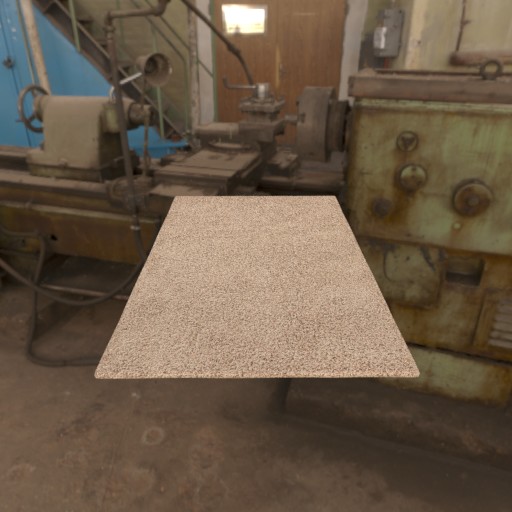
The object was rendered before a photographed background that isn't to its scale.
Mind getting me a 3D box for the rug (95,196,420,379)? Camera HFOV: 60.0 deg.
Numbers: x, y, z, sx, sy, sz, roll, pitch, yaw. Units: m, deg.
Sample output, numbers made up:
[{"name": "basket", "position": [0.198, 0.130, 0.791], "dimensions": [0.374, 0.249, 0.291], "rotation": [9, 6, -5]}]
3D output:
[{"name": "rug", "position": [0.000, 0.000, 3.144], "dimensions": [1.524, 0.030, 2.438], "rotation": [0, 27, 0]}]
